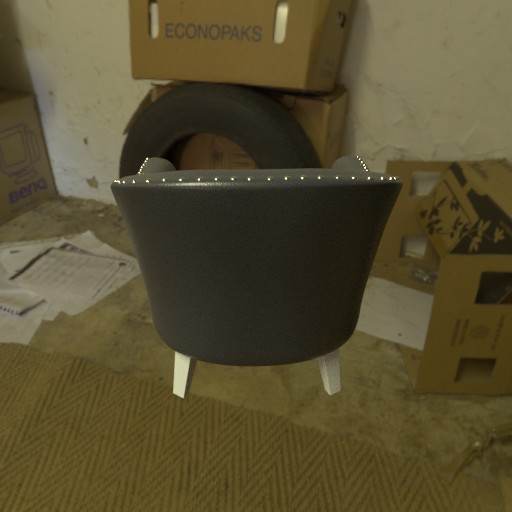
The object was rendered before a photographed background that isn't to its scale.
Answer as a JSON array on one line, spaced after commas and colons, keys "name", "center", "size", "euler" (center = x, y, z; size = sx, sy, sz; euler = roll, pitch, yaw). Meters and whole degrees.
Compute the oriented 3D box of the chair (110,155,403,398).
[{"name": "chair", "center": [0.000, 0.000, 1.445], "size": [0.794, 0.823, 0.748], "euler": [-1, 32, -1]}]
